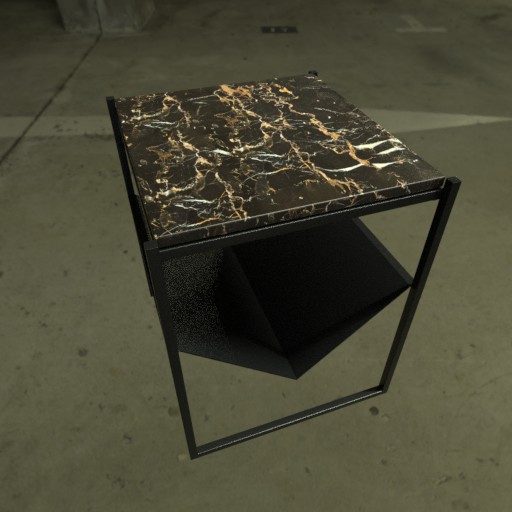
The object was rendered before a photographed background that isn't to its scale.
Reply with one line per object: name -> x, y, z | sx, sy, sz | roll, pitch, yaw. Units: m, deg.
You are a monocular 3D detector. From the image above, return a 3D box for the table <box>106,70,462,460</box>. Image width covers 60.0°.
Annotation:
table -> 0.000, 0.000, 0.893 | 0.432, 0.534, 0.469 | -13, 43, -15
